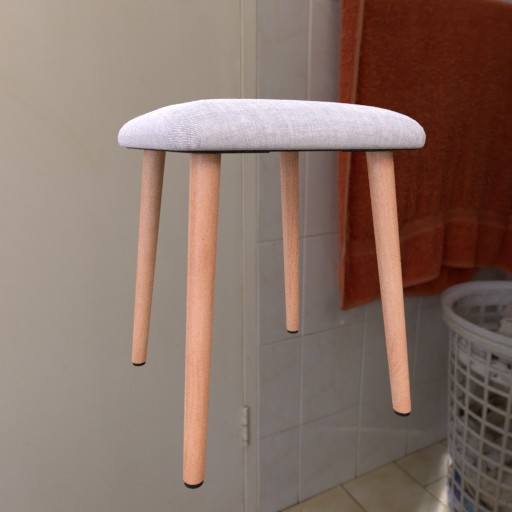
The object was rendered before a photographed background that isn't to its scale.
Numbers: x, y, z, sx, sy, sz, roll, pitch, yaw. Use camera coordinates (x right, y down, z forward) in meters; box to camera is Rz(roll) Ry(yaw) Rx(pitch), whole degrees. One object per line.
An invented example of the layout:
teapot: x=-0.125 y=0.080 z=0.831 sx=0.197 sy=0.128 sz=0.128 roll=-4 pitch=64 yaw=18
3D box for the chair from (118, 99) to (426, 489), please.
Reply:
chair: x=0.000 y=0.000 z=0.675 sx=0.350 sy=0.440 sz=0.350 roll=-7 pitch=16 yaw=-25
